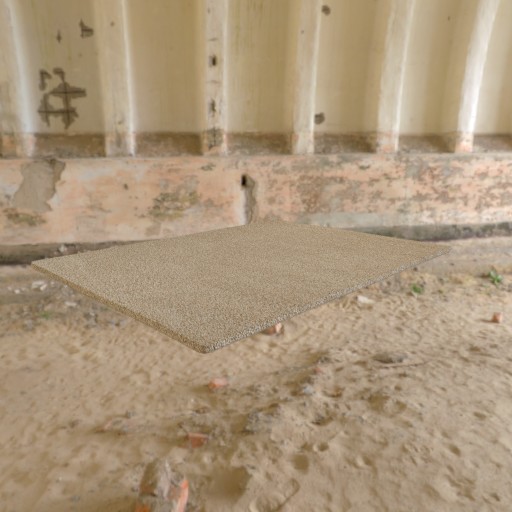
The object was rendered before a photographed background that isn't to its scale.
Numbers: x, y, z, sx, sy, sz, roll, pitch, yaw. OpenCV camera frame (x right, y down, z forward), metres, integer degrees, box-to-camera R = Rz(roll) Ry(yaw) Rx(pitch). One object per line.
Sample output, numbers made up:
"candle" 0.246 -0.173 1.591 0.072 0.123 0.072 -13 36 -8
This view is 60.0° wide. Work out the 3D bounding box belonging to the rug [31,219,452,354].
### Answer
"rug" 0.000 0.000 2.074 1.199 0.025 1.600 13 19 43
